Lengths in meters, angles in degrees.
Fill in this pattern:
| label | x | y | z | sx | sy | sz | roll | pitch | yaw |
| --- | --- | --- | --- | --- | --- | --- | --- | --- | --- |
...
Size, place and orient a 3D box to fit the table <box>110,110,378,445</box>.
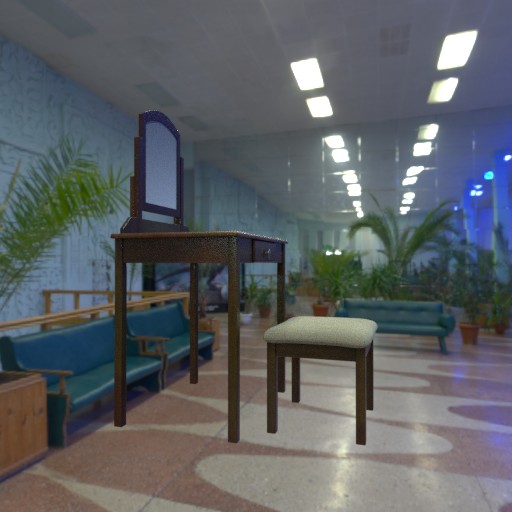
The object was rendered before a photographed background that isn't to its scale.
| label | x | y | z | sx | sy | sz | roll | pitch | yaw |
| --- | --- | --- | --- | --- | --- | --- | --- | --- | --- |
| table | 0.000 | 0.000 | 2.330 | 1.211 | 1.631 | 0.876 | 0 | -1 | 19 |
